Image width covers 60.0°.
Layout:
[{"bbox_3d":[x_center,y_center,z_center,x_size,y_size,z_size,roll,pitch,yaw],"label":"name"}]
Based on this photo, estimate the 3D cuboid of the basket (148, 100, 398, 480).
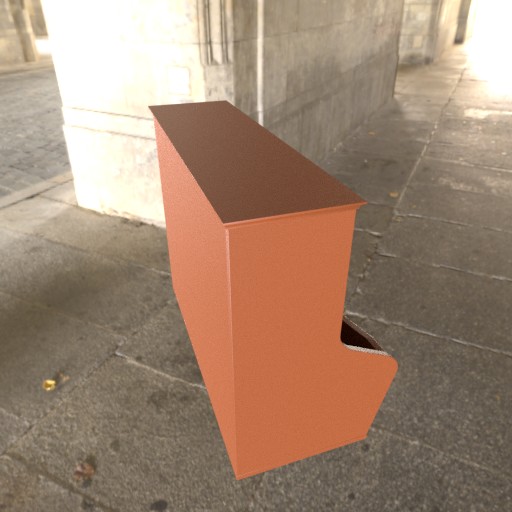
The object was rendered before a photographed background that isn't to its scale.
[{"bbox_3d":[0.000,0.000,1.157,0.376,0.625,0.792,-10,32,-17],"label":"basket"}]
